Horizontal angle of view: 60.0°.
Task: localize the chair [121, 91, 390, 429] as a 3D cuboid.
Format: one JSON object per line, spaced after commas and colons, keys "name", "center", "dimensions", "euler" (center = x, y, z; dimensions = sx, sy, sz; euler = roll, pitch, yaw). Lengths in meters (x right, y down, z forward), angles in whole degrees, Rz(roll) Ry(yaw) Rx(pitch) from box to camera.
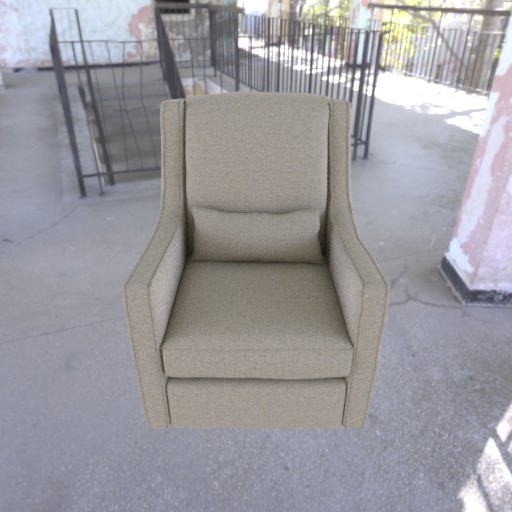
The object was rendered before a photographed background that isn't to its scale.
{"name": "chair", "center": [0.000, 0.000, 1.594], "dimensions": [0.732, 0.993, 0.879], "euler": [0, 31, 0]}
